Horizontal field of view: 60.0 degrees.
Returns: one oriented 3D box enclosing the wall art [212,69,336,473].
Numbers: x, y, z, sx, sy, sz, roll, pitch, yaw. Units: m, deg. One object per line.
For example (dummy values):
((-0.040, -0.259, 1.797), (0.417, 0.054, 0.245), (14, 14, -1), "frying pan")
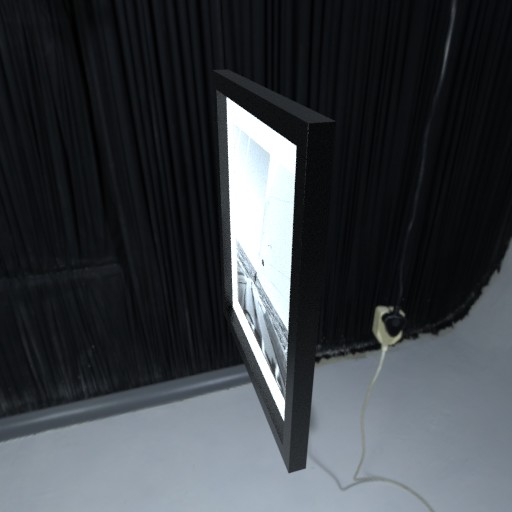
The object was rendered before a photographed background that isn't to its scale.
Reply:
((0.000, 0.000, 0.780), (0.031, 0.558, 0.461), (-8, 30, -15), "wall art")
